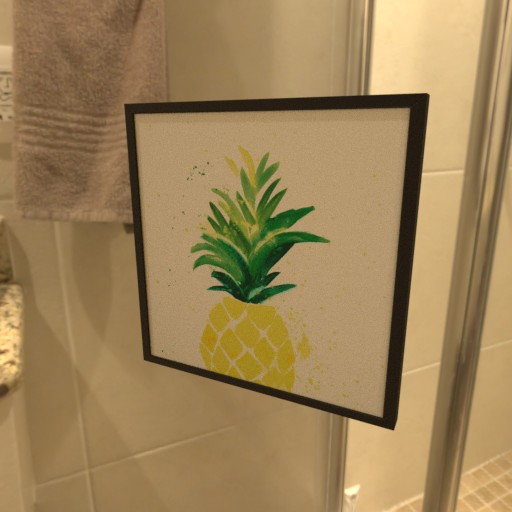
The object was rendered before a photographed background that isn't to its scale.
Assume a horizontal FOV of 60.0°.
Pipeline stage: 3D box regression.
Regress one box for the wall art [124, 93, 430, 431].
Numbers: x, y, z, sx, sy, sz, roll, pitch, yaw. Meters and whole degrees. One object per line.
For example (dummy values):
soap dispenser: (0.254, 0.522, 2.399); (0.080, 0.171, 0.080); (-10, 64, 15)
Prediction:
wall art: (0.000, 0.000, 0.762); (0.508, 0.507, 0.033); (8, 17, 25)
